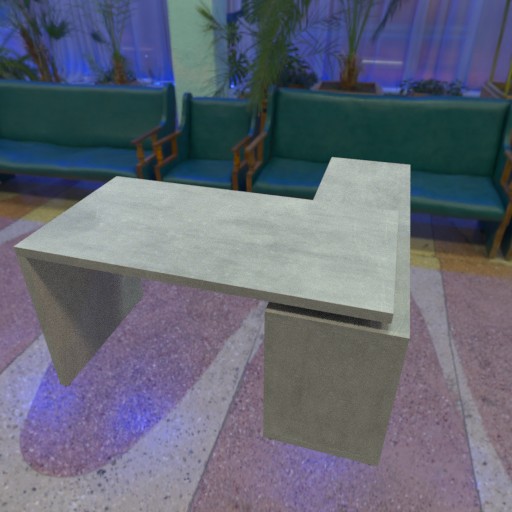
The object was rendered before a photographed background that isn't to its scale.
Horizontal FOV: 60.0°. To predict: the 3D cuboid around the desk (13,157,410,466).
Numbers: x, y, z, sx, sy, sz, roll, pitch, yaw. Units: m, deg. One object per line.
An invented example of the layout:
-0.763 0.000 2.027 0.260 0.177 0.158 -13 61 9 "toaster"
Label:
0.000 0.000 2.252 1.400 0.740 1.500 9 33 14 "desk"
